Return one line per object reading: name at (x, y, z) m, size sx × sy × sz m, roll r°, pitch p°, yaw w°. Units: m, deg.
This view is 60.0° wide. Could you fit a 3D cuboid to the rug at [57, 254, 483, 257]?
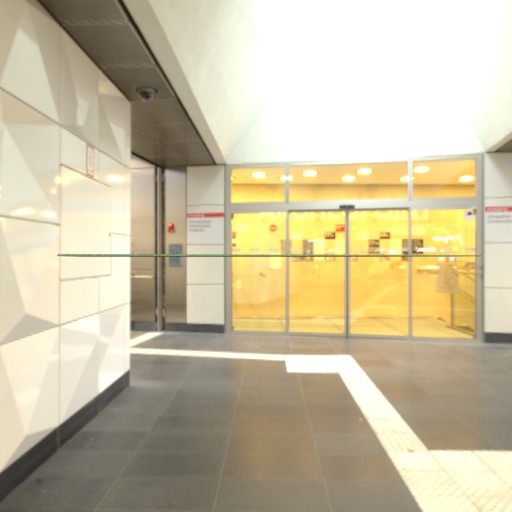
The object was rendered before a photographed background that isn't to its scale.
rug at (0.000, 0.000, 3.061) m, size 2.373 × 0.009 × 1.622 m, roll 0°, pitch 0°, yaw -18°
